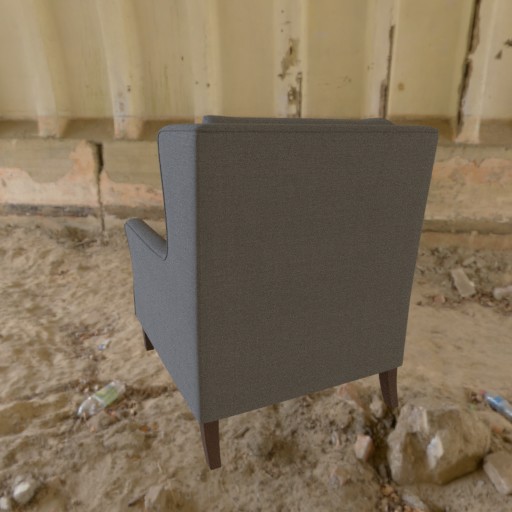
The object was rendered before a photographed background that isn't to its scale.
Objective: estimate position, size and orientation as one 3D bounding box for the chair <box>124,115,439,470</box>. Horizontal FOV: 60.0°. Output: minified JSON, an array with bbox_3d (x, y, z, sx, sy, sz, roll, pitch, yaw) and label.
[{"bbox_3d":[0.000,0.000,1.790,0.866,1.056,1.040,-7,17,-25],"label":"chair"}]
